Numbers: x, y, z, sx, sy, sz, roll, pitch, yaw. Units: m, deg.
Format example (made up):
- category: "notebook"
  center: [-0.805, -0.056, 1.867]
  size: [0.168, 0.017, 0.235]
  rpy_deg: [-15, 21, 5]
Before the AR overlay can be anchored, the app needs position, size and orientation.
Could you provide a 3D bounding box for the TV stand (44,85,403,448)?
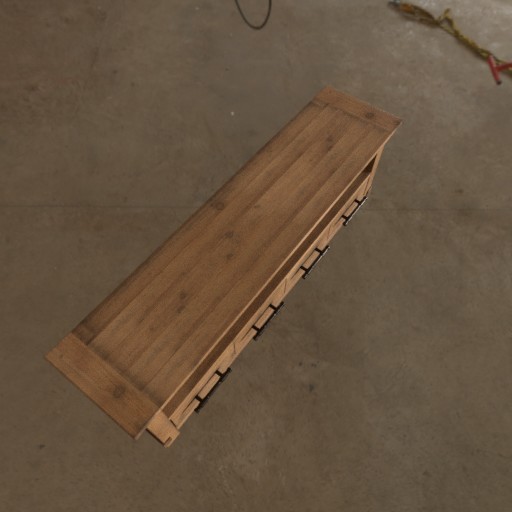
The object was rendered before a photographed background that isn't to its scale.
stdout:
- category: "TV stand"
  center: [0.000, 0.000, 2.056]
  size: [0.453, 0.573, 1.804]
  rpy_deg: [33, 63, 19]
